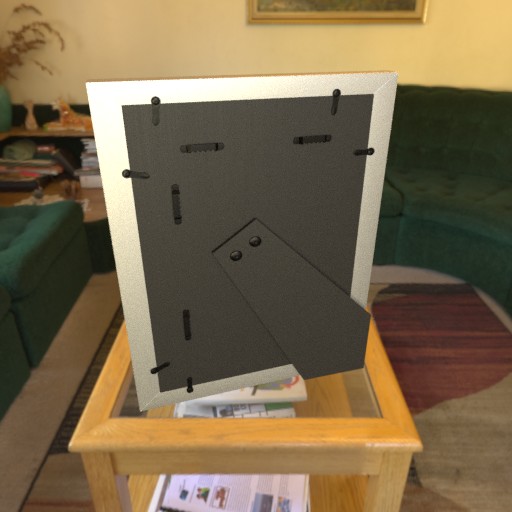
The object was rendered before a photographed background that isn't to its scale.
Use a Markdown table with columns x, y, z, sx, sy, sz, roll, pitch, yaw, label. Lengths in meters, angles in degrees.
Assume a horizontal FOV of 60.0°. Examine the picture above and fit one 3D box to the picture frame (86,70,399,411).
| x | y | z | sx | sy | sz | roll | pitch | yaw | label |
| --- | --- | --- | --- | --- | --- | --- | --- | --- | --- |
| 0.000 | 0.000 | 0.511 | 0.307 | 0.386 | 0.036 | -8 | 28 | -16 | picture frame |
